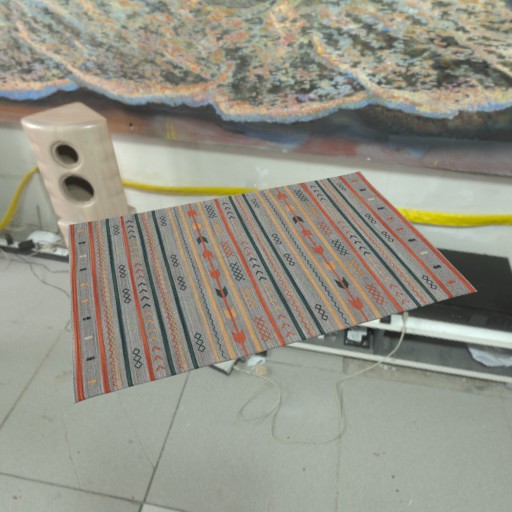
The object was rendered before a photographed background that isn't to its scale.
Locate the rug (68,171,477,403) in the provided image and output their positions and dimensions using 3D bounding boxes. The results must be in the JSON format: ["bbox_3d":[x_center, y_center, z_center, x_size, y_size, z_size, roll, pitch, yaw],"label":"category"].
[{"bbox_3d":[0.000,0.000,3.046,2.439,0.029,1.537,-13,43,-14],"label":"rug"}]
